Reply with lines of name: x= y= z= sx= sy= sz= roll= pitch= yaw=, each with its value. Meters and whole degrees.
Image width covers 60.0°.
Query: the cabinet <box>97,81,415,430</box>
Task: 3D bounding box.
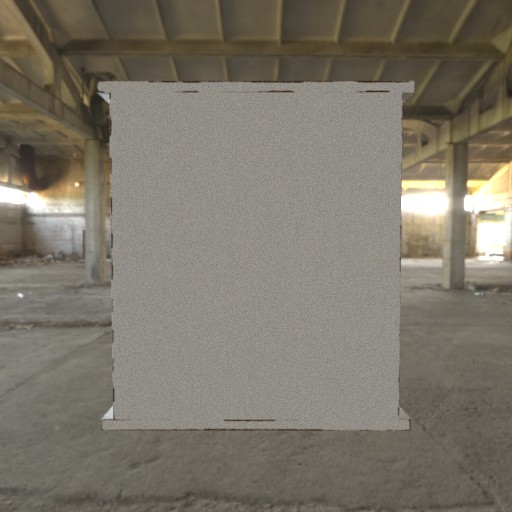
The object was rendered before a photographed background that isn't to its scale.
cabinet: x=0.000 y=0.000 z=0.868 sx=0.541 sy=0.603 sz=0.210 roll=0 pitch=2 yaw=0
